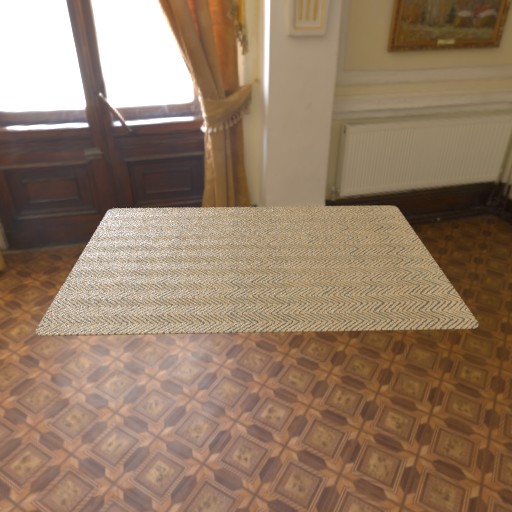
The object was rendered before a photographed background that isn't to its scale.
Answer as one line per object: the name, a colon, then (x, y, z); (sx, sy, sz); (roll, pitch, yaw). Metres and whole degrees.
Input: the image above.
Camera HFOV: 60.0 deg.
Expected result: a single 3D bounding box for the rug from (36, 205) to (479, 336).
rug: (0.000, 0.000, 2.216); (1.752, 0.008, 1.144); (-1, 31, -1)
